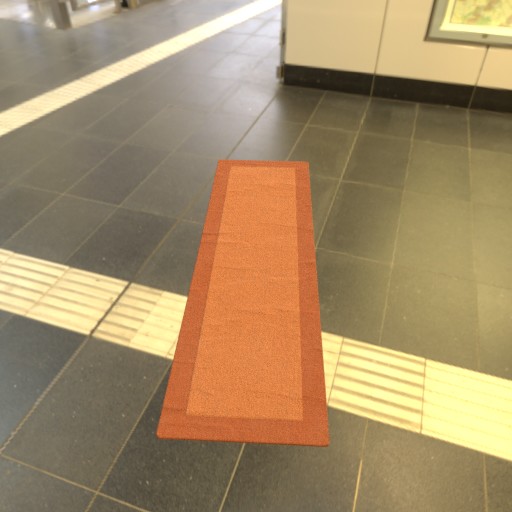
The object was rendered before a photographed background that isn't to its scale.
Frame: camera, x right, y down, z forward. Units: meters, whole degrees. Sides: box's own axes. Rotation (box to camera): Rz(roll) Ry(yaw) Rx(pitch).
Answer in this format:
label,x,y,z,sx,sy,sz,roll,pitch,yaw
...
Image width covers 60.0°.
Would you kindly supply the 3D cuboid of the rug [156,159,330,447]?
label,x,y,z,sx,sy,sz,roll,pitch,yaw
rug,0.000,0.000,2.821,0.914,0.013,2.471,-1,41,-1
